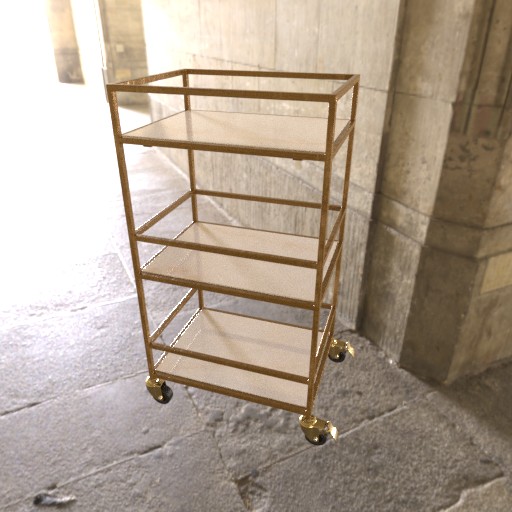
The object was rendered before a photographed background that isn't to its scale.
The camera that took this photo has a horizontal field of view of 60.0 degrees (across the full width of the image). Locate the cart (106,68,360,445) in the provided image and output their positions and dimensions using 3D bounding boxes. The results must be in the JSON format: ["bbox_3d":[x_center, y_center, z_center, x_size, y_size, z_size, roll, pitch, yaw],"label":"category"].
[{"bbox_3d":[0.000,0.000,1.021,0.483,0.761,0.332,9,29,16],"label":"cart"}]
